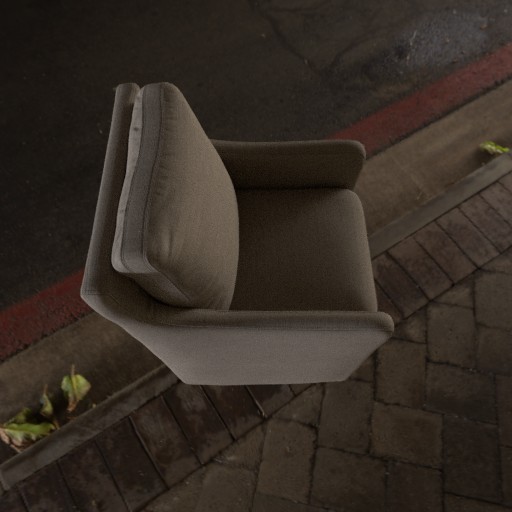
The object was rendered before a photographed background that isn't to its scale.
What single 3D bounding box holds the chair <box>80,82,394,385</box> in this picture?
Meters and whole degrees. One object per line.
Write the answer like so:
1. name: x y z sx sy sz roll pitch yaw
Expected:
1. chair: 0.000 0.000 1.336 0.694 0.914 0.626 -1 63 0
